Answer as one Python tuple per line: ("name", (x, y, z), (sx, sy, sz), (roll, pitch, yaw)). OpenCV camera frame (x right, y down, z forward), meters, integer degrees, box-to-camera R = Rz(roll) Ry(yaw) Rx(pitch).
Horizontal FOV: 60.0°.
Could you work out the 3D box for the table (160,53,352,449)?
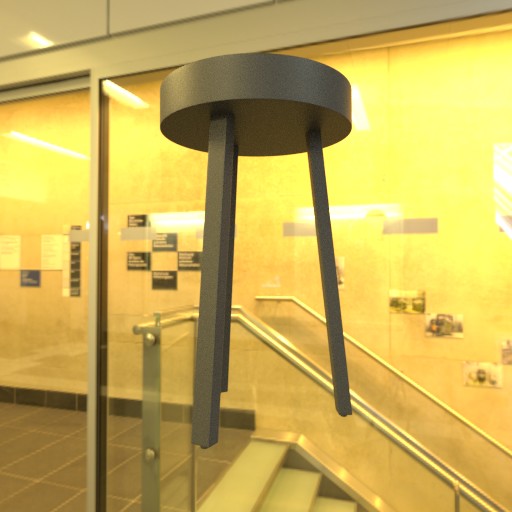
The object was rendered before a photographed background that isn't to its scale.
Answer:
("table", (0.000, 0.000, 0.953), (0.406, 0.686, 0.406), (0, -1, 0))
